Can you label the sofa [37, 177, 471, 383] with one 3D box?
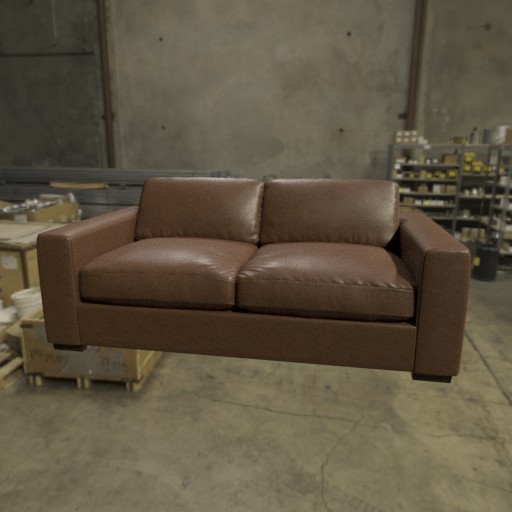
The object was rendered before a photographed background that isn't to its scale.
[{"bbox_3d":[0.000,0.000,2.414,1.920,0.800,1.070,2,14,10],"label":"sofa"}]
